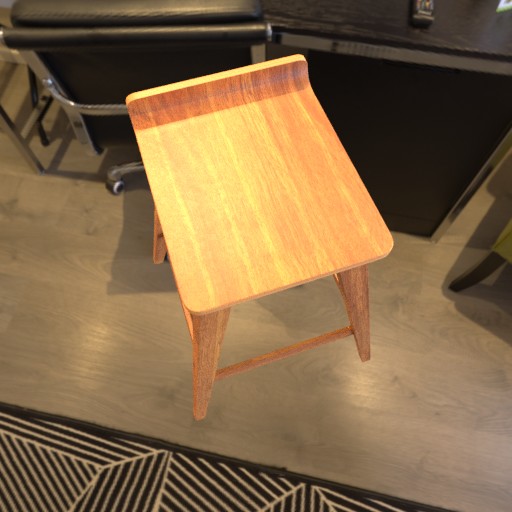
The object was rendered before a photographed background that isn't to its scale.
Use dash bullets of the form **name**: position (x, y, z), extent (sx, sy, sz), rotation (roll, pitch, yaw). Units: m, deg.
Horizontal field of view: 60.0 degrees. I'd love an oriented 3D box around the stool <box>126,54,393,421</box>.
- **stool**: position (0.000, 0.000, 1.007), extent (0.500, 0.650, 0.500), rotation (-17, 64, -8)
